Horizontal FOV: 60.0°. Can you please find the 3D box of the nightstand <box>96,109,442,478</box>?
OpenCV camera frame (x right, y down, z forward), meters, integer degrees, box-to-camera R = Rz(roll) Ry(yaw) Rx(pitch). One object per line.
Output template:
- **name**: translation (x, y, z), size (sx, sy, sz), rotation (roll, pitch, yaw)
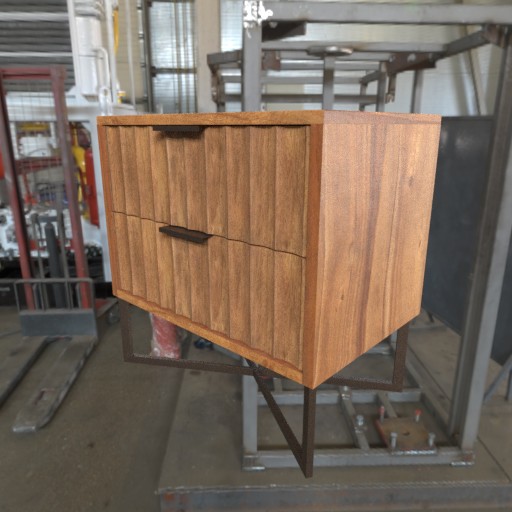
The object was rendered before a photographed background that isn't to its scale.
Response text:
- **nightstand**: translation (0.000, 0.000, 1.018), size (0.613, 0.615, 0.427), rotation (15, 22, 41)
